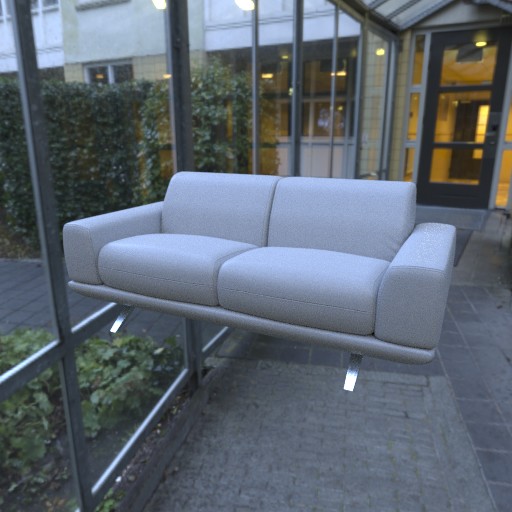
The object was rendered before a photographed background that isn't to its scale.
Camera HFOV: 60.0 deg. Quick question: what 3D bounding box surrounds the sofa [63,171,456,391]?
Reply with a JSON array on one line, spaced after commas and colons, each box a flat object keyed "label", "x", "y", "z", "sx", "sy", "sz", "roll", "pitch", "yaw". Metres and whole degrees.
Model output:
[{"label": "sofa", "x": 0.000, "y": 0.000, "z": 2.353, "sx": 1.901, "sy": 0.772, "sz": 0.900, "roll": 7, "pitch": 17, "yaw": 25}]
